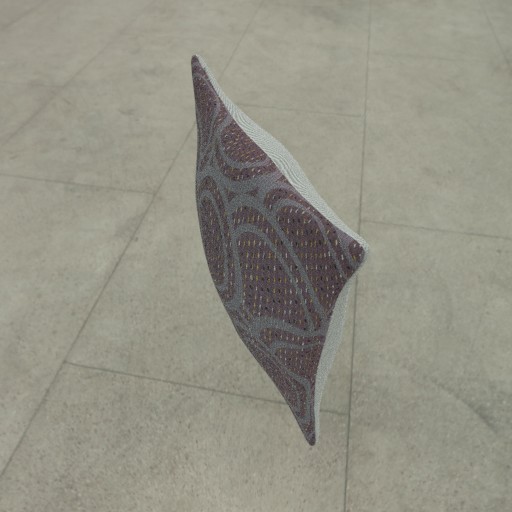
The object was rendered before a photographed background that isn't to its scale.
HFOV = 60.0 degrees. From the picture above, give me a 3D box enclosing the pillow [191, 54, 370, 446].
[{"bbox_3d":[0.000,0.000,0.778,0.163,0.513,0.514,-18,49,-16],"label":"pillow"}]
